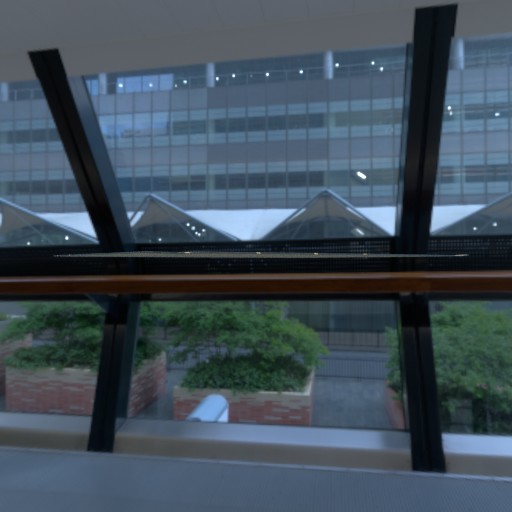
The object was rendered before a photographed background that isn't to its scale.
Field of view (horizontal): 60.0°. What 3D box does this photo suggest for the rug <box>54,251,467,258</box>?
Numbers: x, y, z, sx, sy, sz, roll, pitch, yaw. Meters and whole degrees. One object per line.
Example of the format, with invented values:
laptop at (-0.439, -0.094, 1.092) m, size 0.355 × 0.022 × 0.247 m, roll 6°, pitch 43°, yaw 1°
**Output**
rug at (0.000, 0.000, 3.877) m, size 2.867 × 0.020 × 2.277 m, roll 0°, pitch -1°, yaw -36°
